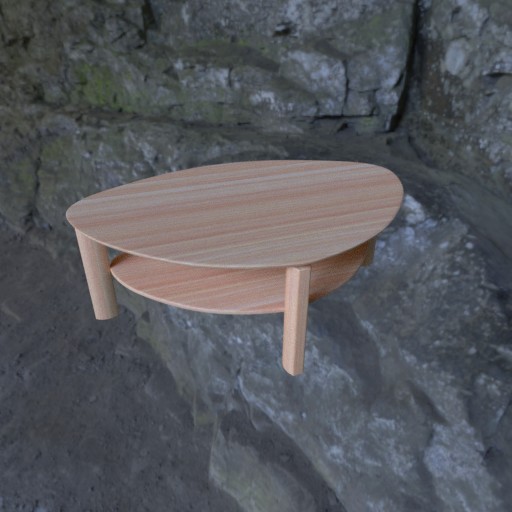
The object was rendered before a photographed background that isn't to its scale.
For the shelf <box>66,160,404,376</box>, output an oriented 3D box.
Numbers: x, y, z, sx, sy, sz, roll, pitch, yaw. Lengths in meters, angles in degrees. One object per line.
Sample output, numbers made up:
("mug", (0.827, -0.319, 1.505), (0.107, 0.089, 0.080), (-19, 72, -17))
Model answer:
("shelf", (0.000, 0.000, 1.657), (1.246, 0.440, 0.845), (-10, 33, -17))
